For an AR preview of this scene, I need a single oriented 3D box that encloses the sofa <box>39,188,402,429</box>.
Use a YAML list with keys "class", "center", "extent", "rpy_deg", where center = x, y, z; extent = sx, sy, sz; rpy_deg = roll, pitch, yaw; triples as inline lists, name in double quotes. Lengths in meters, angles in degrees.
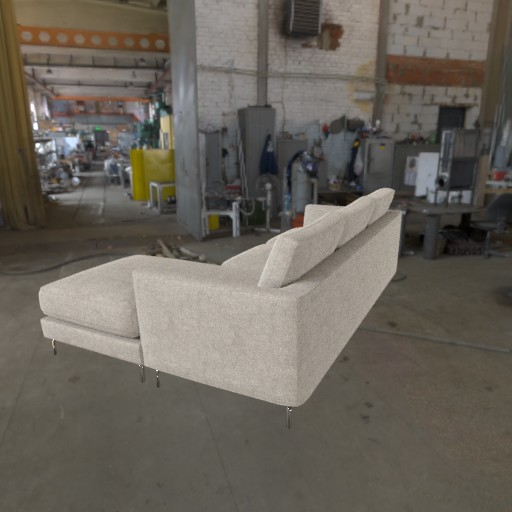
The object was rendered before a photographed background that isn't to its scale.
- class: "sofa"
  center: [0.000, 0.000, 3.184]
  extent: [1.626, 0.864, 2.438]
  rpy_deg: [8, 17, 26]
